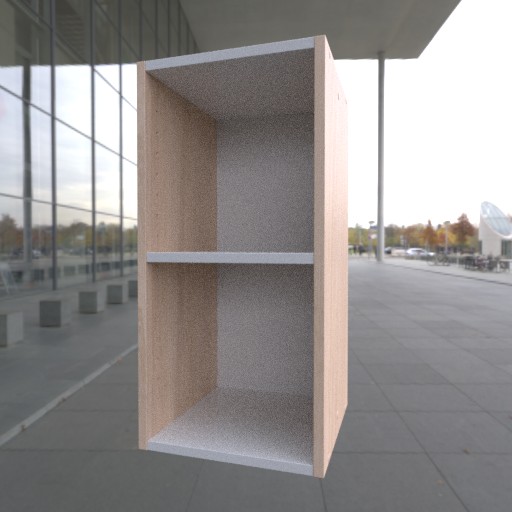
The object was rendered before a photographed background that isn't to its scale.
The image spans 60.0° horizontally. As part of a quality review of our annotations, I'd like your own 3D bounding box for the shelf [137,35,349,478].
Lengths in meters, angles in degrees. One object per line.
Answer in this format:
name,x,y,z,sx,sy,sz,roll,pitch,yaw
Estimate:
shelf,0.000,0.000,0.778,0.290,0.594,0.297,0,1,18
